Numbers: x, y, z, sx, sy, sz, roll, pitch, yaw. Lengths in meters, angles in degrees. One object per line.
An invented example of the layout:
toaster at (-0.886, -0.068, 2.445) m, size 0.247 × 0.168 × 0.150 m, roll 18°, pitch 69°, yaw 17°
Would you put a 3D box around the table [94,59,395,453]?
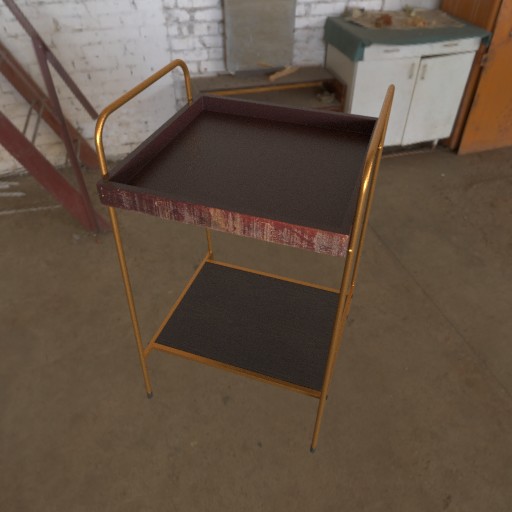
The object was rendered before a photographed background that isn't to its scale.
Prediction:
table at (0.000, 0.000, 0.970) m, size 0.430 × 0.710 × 0.430 m, roll 13°, pitch 43°, yaw 14°
